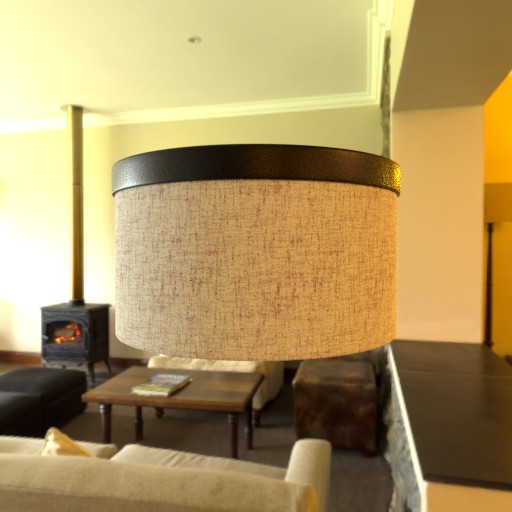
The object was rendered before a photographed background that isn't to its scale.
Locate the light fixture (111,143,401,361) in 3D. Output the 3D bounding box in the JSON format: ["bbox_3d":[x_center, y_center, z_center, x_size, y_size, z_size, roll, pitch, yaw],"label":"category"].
[{"bbox_3d":[0.000,0.000,0.630,0.389,0.229,0.389,0,1,0],"label":"light fixture"}]
